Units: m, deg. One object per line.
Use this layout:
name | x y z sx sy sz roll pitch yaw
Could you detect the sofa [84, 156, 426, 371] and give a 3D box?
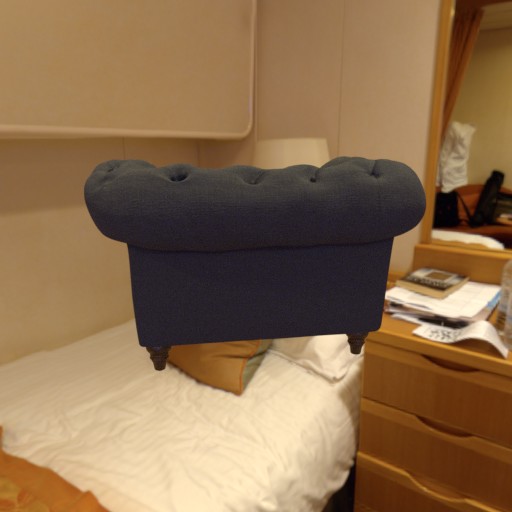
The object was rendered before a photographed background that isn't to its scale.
sofa | 0.000 0.000 2.025 1.405 0.878 1.032 -2 14 -9
